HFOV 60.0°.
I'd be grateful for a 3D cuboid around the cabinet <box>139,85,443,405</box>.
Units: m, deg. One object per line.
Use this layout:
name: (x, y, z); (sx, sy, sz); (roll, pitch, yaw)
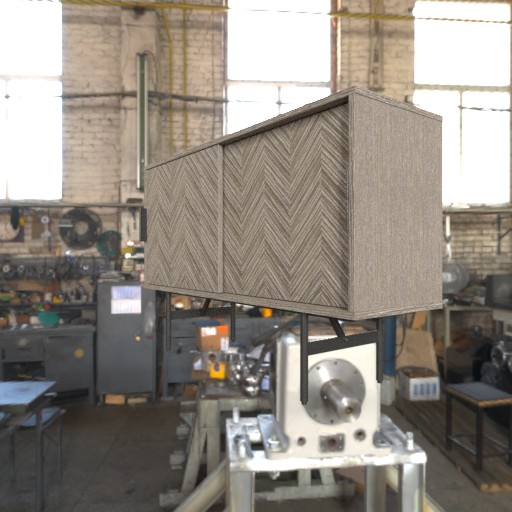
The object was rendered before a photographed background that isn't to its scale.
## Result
cabinet: (0.000, 0.000, 1.591); (0.405, 0.787, 1.194); (0, 0, -37)
